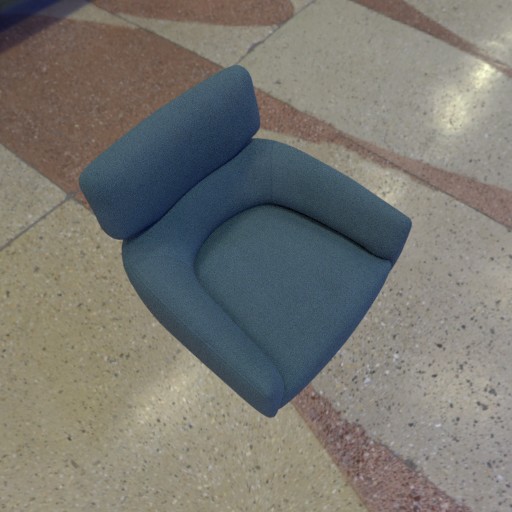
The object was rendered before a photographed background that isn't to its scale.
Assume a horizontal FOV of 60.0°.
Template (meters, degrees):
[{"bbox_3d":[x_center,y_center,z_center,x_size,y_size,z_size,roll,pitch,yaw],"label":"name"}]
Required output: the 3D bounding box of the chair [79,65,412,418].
[{"bbox_3d":[0.000,0.000,1.444,0.761,0.813,0.738,36,65,20],"label":"chair"}]
